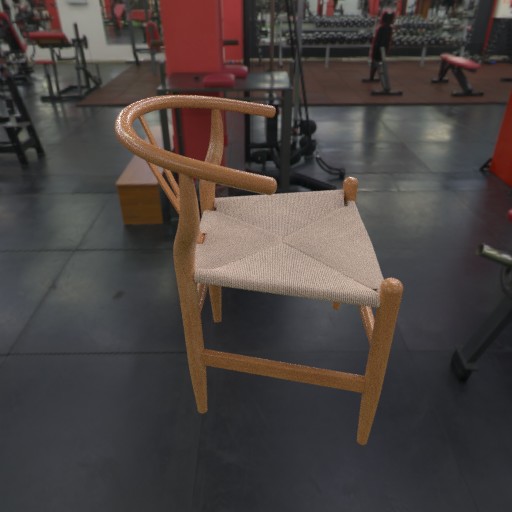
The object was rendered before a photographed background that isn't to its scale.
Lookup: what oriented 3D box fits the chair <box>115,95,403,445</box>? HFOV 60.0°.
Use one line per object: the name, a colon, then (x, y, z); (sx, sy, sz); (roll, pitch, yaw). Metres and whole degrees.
chair: (0.000, 0.000, 1.128); (0.579, 0.730, 0.569); (1, 31, 2)
